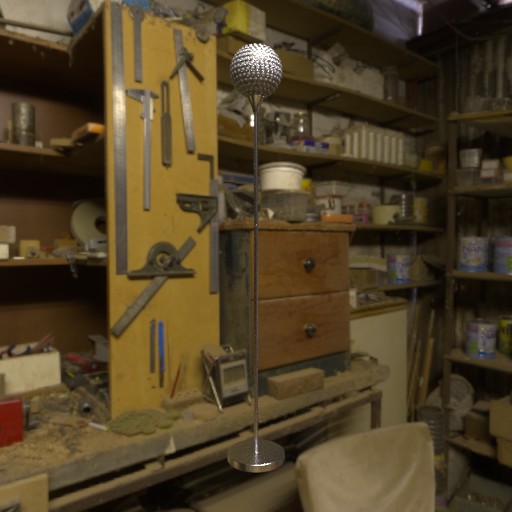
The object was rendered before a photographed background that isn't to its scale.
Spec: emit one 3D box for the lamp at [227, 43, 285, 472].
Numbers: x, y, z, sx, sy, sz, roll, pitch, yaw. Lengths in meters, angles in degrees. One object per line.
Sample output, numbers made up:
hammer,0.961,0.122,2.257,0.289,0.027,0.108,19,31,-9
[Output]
lamp,0.000,0.000,1.961,0.254,1.805,0.254,0,1,0
